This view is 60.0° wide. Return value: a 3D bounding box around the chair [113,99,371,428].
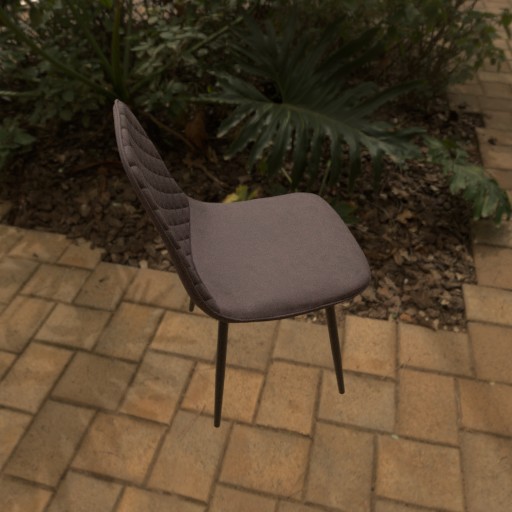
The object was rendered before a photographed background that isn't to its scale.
[{"bbox_3d":[0.000,0.000,1.200,0.561,0.889,0.472,-11,46,-11],"label":"chair"}]
